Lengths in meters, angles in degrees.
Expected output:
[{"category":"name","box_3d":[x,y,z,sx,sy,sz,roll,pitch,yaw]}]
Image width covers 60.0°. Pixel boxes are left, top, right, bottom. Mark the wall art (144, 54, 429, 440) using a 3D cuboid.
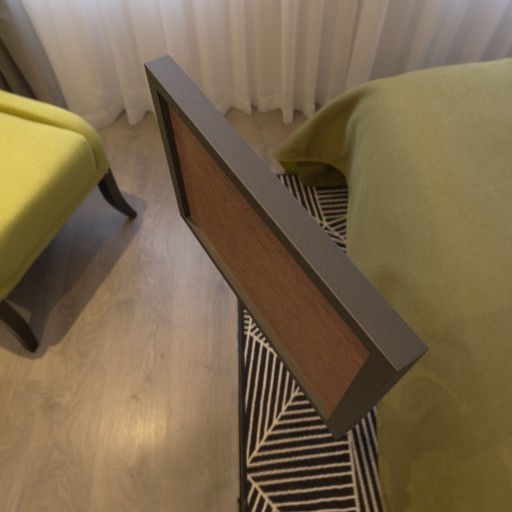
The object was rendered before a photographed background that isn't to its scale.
[{"category":"wall art","box_3d":[0.000,0.000,0.852,0.051,0.456,0.671,-29,62,-17]}]
